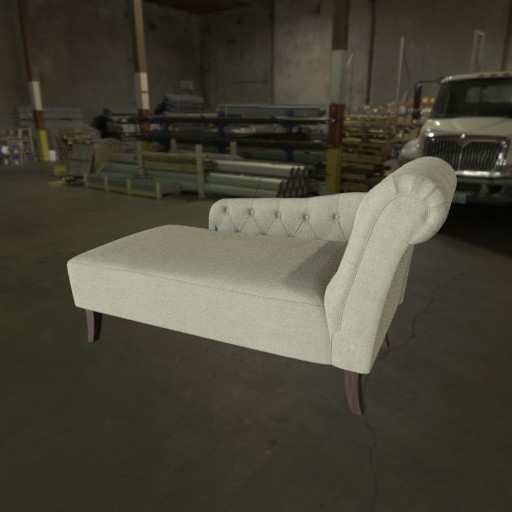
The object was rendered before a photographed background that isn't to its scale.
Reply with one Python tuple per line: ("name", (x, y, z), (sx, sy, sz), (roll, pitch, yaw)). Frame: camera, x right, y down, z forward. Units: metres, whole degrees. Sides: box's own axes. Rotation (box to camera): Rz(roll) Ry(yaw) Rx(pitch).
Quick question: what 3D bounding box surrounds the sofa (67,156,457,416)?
("sofa", (0.000, 0.000, 1.771), (1.379, 0.787, 0.675), (8, 19, 24))
